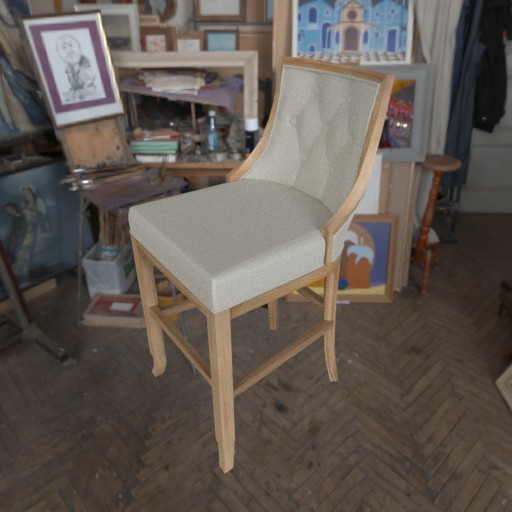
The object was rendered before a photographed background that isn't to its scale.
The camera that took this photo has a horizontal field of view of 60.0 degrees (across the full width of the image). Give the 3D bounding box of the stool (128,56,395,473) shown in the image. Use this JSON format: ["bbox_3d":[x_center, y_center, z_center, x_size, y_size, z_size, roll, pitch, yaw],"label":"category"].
[{"bbox_3d":[0.000,0.000,1.425,0.626,1.101,0.524,-21,37,-30],"label":"stool"}]
